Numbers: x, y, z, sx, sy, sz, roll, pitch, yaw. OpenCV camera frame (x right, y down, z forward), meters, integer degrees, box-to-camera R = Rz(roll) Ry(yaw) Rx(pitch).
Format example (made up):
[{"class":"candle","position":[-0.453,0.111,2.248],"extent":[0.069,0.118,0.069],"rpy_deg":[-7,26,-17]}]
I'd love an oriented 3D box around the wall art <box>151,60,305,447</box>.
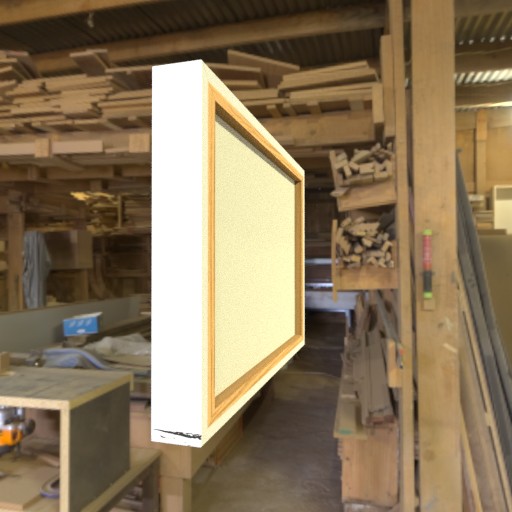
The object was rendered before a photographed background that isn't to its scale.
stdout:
[{"class":"wall art","position":[0.000,0.000,0.483],"extent":[0.038,0.259,0.381],"rpy_deg":[0,-1,17]}]
